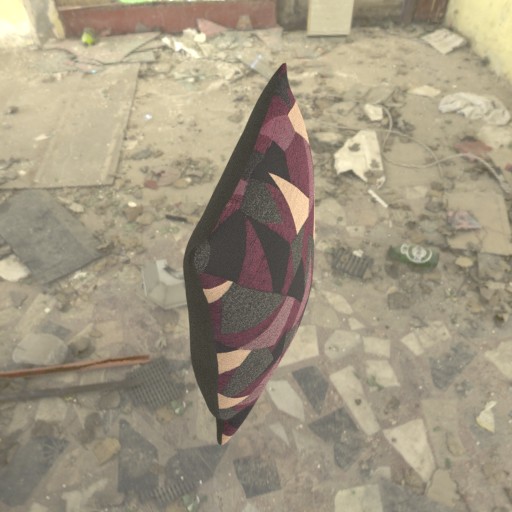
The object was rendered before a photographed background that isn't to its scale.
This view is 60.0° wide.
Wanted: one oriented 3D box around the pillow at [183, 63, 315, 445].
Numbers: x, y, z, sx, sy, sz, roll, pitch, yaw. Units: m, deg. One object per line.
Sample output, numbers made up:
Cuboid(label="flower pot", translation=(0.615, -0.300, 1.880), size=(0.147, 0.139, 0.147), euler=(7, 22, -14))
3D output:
Cuboid(label="pillow", translation=(0.000, 0.000, 0.791), size=(0.208, 0.496, 0.503), euler=(10, 48, 9))
